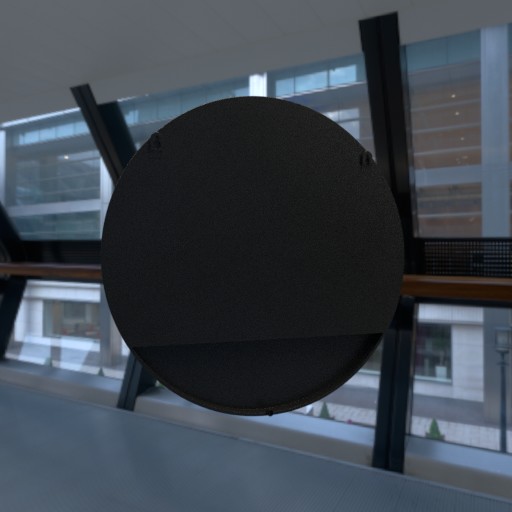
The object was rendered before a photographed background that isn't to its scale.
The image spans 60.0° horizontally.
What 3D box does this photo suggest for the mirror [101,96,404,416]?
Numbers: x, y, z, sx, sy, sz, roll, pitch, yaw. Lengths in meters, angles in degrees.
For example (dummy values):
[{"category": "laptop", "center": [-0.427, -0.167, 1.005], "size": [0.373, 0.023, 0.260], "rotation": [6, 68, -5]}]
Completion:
[{"category": "mirror", "center": [0.000, 0.000, 0.695], "size": [0.457, 0.457, 0.133], "rotation": [0, -1, -18]}]
